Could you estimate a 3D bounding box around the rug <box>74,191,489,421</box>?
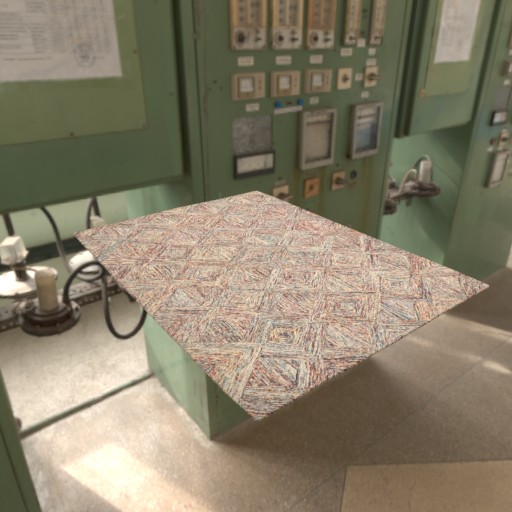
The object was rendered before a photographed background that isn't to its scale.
[{"bbox_3d":[0.000,0.000,4.159,2.436,0.024,3.226,-18,31,-33],"label":"rug"}]
